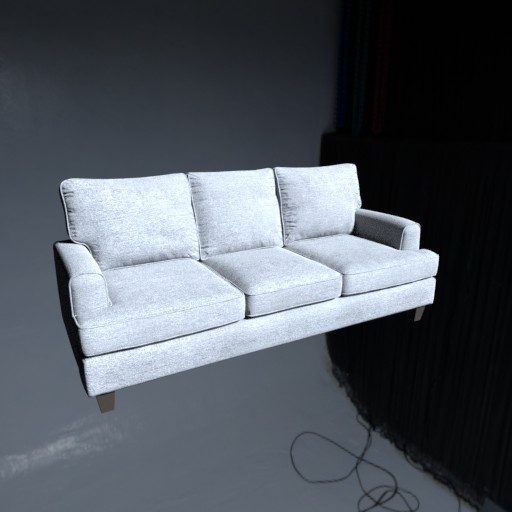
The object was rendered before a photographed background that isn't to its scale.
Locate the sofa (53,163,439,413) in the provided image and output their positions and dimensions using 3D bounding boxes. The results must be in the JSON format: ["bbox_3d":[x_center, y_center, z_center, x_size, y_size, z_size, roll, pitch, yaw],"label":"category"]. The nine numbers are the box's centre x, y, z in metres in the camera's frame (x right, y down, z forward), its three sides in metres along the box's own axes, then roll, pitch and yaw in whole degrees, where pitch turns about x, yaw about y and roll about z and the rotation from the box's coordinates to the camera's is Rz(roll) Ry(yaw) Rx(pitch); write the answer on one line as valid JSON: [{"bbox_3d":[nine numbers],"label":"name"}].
[{"bbox_3d":[0.000,0.000,2.655,2.158,0.965,0.951,-9,19,-28],"label":"sofa"}]
